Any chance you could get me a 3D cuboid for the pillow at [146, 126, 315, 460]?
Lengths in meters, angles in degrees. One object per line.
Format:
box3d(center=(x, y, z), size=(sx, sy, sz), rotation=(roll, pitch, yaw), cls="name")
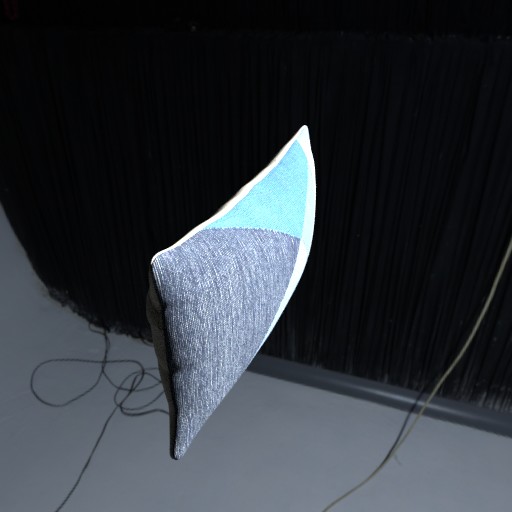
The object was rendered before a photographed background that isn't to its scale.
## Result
box3d(center=(0.000, 0.000, 0.749), size=(0.148, 0.307, 0.604), rotation=(11, 31, 18), cls="pillow")
